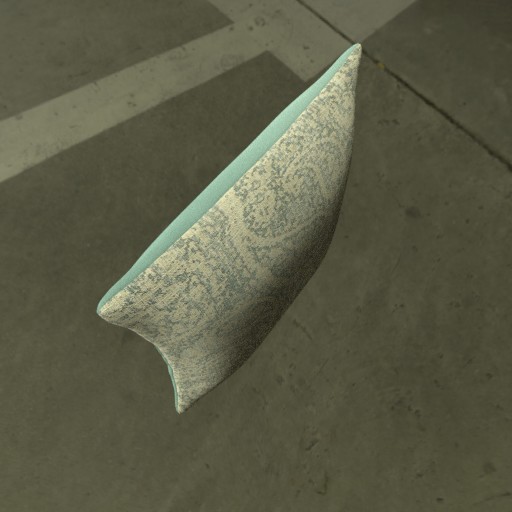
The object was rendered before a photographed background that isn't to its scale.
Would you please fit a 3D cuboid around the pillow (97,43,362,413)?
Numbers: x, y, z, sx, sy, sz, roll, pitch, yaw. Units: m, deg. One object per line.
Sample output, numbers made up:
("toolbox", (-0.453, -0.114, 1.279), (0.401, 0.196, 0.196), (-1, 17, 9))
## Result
("pillow", (0.000, 0.000, 0.761), (0.166, 0.507, 0.526), (33, 66, 17))
